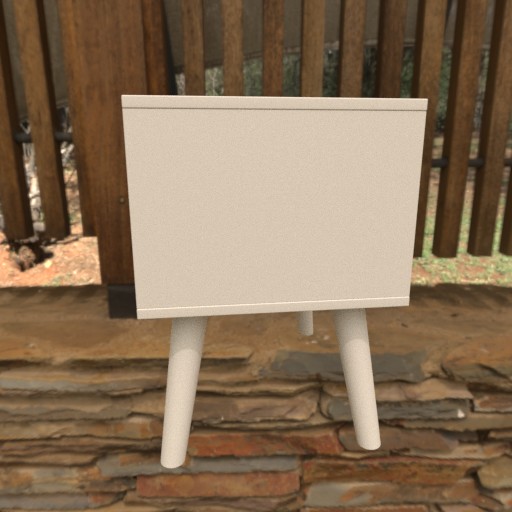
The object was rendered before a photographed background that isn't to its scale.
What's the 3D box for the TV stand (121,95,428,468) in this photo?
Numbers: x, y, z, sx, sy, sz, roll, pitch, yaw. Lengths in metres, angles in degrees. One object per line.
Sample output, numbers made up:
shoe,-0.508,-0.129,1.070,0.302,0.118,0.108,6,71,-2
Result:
TV stand,0.000,0.000,0.891,0.405,0.559,0.508,-2,15,-7
